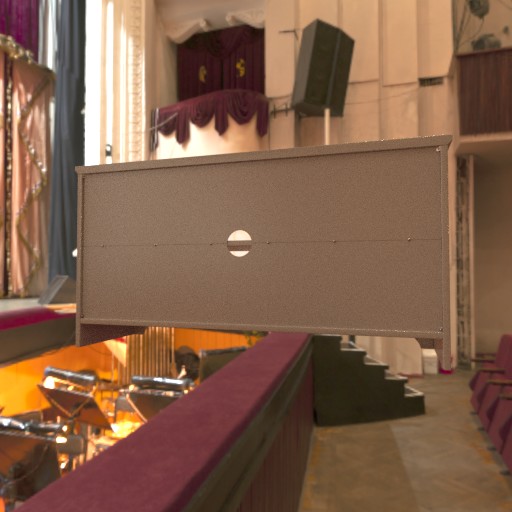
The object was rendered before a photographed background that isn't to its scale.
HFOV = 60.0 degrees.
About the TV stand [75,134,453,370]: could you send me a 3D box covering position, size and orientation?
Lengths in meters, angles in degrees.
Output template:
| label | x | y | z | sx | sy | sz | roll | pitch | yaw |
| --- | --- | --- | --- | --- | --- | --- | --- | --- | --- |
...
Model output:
| label | x | y | z | sx | sy | sz | roll | pitch | yaw |
| --- | --- | --- | --- | --- | --- | --- | --- | --- | --- |
| TV stand | 0.000 | 0.000 | 1.467 | 1.167 | 0.603 | 0.344 | -1 | -2 | 18 |
